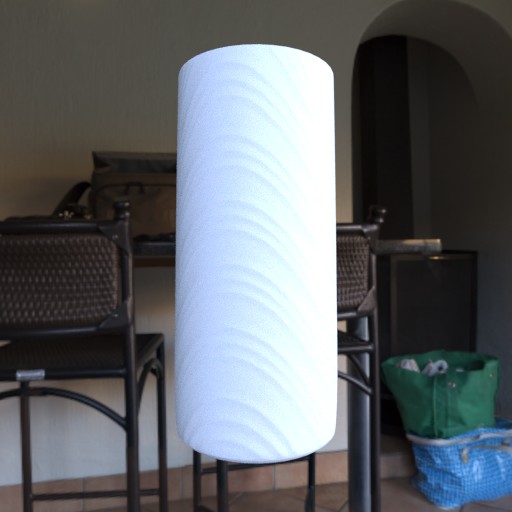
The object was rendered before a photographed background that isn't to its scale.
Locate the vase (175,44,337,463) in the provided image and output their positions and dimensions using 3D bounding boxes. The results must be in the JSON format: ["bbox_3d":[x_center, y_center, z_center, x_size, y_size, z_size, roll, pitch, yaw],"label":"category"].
[{"bbox_3d":[0.000,0.000,0.398,0.143,0.316,0.143,0,-1,0],"label":"vase"}]
